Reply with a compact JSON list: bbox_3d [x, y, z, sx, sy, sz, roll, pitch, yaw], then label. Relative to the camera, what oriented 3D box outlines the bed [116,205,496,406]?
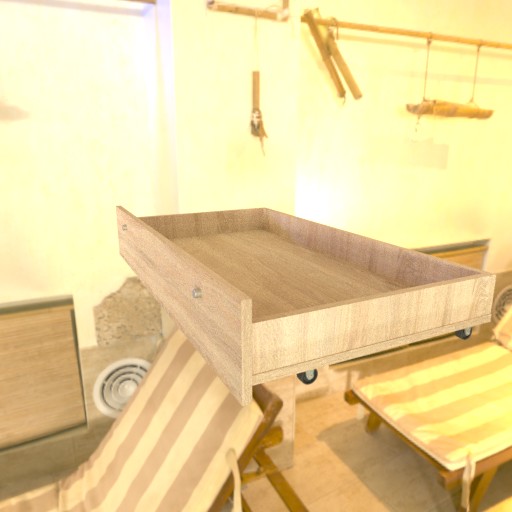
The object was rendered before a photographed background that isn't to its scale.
[{"bbox_3d":[0.000,0.000,1.426,0.685,0.209,1.200,-7,17,-26],"label":"bed"}]
